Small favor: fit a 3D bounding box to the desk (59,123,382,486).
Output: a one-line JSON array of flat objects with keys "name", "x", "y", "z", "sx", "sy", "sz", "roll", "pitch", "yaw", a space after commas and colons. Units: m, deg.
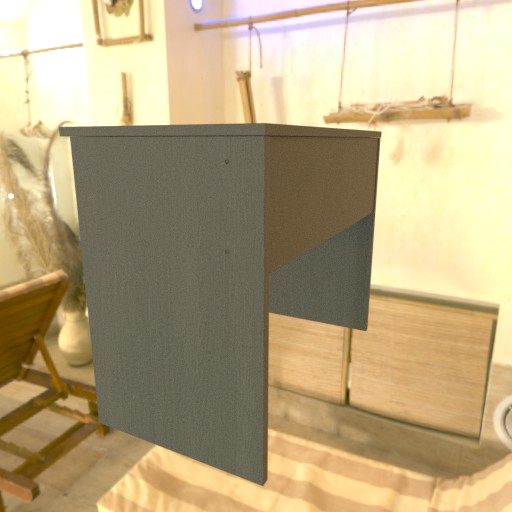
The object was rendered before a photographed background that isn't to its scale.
[{"name": "desk", "x": 0.000, "y": 0.000, "z": 1.321, "sx": 0.498, "sy": 0.724, "sz": 0.893, "roll": 7, "pitch": 16, "yaw": 26}]
